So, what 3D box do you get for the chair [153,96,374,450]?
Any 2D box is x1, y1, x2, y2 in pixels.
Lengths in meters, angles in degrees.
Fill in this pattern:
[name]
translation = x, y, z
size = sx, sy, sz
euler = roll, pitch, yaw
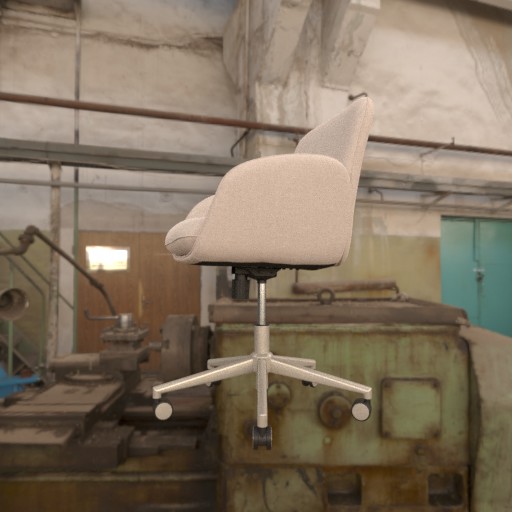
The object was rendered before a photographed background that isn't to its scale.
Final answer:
[chair]
translation = 0.000, 0.000, 1.398
size = 0.633, 0.959, 0.648
euler = 0, -1, -17
